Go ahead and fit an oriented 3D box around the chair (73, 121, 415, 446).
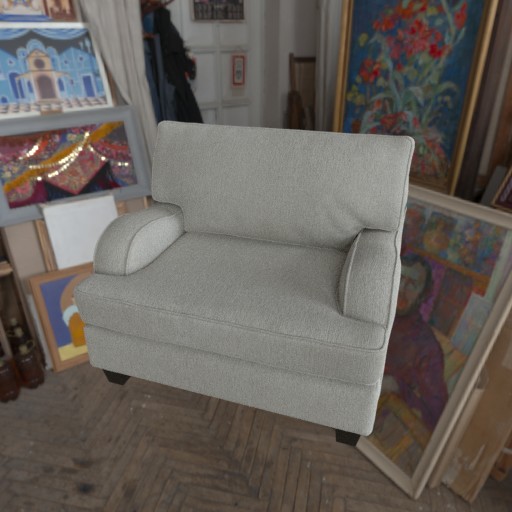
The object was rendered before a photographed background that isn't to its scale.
[{"bbox_3d":[0.000,0.000,1.969,1.220,1.016,1.041,9,28,17],"label":"chair"}]
